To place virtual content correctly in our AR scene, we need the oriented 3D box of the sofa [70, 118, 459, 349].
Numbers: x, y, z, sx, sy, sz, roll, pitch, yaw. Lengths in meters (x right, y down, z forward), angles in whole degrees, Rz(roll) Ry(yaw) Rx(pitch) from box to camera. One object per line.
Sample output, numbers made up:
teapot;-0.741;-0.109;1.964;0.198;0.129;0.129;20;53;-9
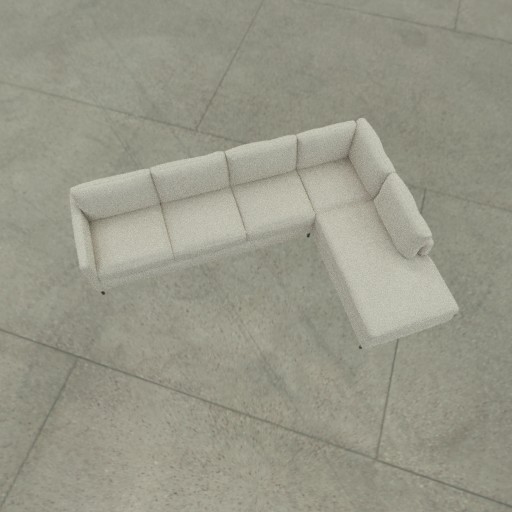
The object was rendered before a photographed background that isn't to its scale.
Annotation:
sofa;0.000;0.000;3.899;2.949;0.815;2.007;-15;63;-8
